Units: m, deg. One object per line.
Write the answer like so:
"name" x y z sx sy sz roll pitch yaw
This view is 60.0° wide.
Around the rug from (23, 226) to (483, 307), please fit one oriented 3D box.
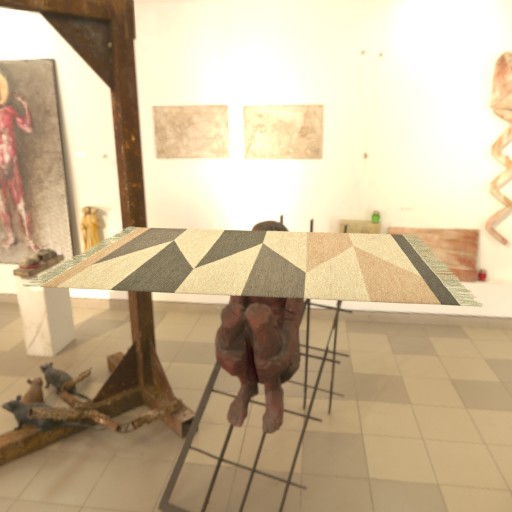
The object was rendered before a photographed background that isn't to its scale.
"rug" 0.000 0.000 2.483 2.021 0.027 1.224 2 16 7
